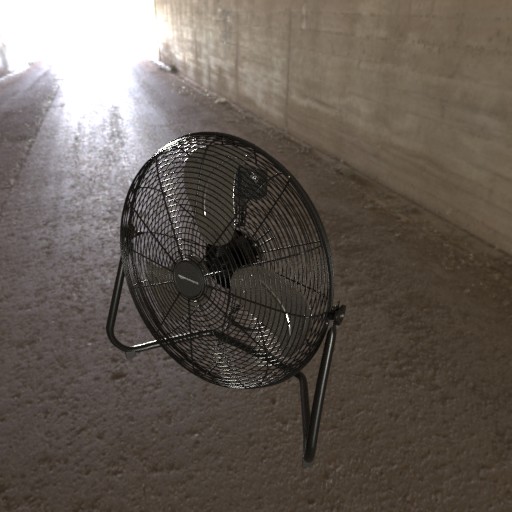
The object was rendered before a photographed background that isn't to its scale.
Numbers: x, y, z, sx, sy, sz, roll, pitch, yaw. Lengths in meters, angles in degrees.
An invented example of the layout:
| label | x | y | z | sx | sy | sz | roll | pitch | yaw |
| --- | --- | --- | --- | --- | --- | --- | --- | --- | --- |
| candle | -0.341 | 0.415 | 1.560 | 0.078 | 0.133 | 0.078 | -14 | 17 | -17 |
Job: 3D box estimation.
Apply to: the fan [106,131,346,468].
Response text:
| label | x | y | z | sx | sy | sz | roll | pitch | yaw |
| --- | --- | --- | --- | --- | --- | --- | --- | --- | --- |
| fan | 0.000 | 0.000 | 1.022 | 0.595 | 0.605 | 0.470 | 20 | 35 | 31 |
